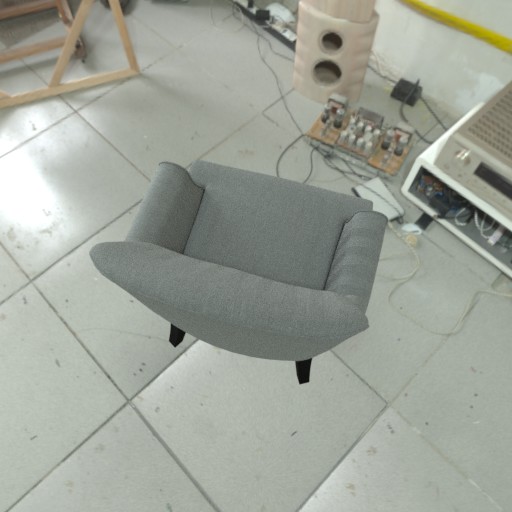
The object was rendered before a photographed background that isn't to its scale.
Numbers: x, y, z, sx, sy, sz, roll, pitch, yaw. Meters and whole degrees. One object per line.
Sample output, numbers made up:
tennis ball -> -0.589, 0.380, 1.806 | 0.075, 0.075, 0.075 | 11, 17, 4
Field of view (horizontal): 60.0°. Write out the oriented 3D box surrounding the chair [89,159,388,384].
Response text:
chair -> 0.000, 0.000, 1.514 | 0.772, 0.880, 0.755 | 15, 64, 7
